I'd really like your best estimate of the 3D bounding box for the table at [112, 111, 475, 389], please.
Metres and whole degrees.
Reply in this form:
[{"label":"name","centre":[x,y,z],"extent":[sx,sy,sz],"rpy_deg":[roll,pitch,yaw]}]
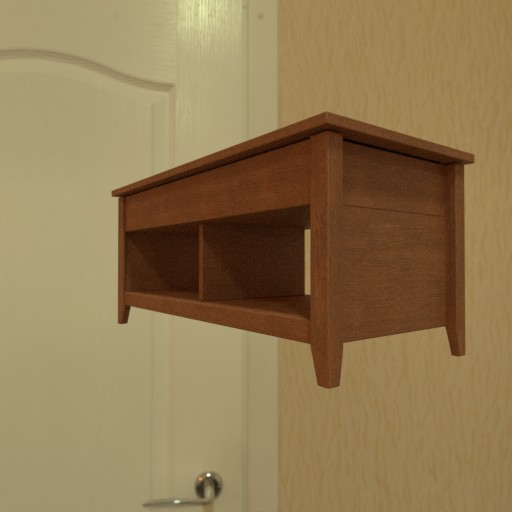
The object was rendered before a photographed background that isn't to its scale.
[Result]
[{"label":"table","centre":[0.000,0.000,1.267],"extent":[0.483,0.457,1.016],"rpy_deg":[1,-1,-37]}]
